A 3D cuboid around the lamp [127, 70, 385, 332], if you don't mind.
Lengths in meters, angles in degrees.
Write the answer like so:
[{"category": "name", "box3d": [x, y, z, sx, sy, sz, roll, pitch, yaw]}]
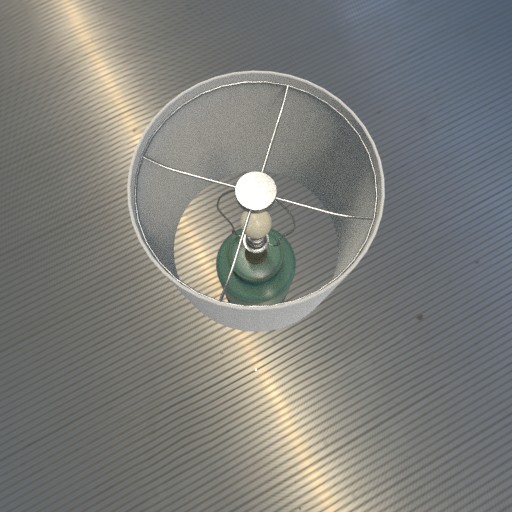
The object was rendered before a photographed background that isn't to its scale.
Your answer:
[{"category": "lamp", "box3d": [0.000, 0.000, 0.603, 0.212, 0.493, 0.212, 16, 76, 4]}]
